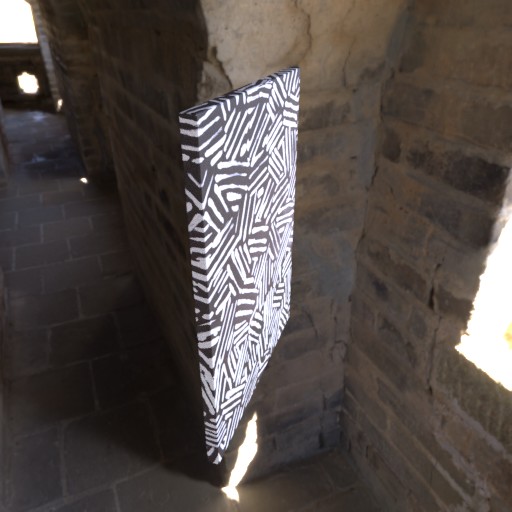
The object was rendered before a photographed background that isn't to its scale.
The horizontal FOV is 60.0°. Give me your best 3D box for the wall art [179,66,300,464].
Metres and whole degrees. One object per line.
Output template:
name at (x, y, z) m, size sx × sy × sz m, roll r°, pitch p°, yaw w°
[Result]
wall art at (0.000, 0.000, 1.388) m, size 0.038 × 1.017 × 0.765 m, roll 10°, pitch 31°, yaw 17°
